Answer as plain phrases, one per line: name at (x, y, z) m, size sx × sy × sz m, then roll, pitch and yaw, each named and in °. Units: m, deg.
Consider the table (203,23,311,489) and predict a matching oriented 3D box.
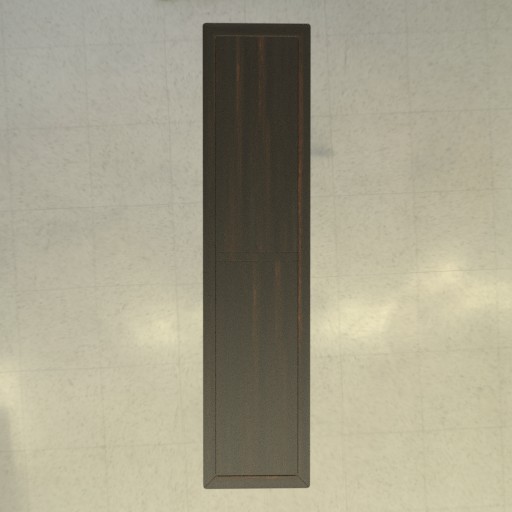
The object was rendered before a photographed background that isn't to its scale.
table at (0.000, 0.000, 1.933) m, size 0.384 × 0.762 × 1.631 m, roll 0°, pitch 91°, yaw -1°
